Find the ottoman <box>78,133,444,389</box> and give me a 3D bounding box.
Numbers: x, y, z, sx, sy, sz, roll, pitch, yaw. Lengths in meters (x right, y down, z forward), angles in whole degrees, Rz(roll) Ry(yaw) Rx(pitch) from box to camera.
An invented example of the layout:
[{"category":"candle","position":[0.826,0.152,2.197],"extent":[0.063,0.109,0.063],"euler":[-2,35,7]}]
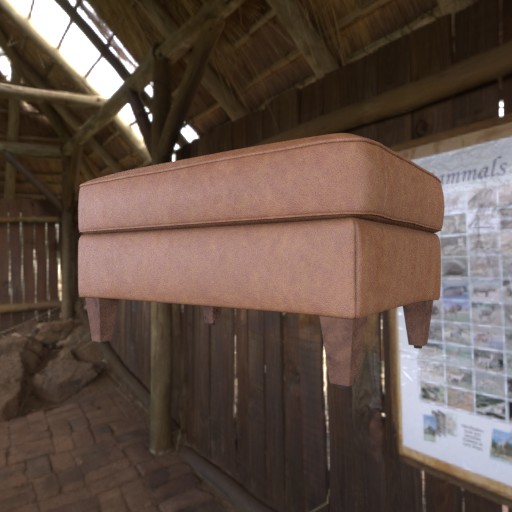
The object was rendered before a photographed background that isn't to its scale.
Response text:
[{"category":"ottoman","position":[0.000,0.000,1.195],"extent":[0.864,0.483,0.584],"euler":[-1,-1,36]}]
